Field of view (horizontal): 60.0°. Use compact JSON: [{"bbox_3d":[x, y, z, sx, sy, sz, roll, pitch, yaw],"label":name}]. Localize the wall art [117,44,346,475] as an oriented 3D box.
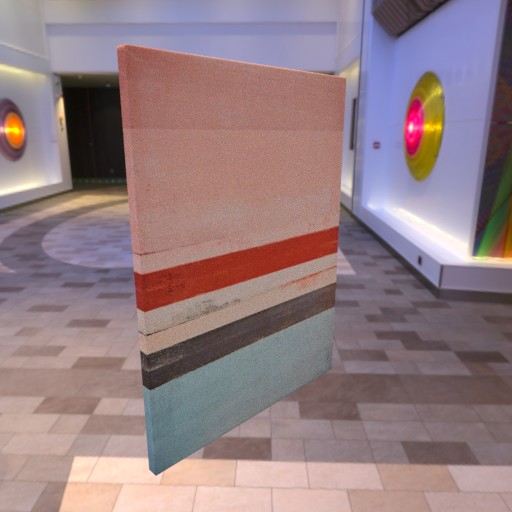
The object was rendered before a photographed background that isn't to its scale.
[{"bbox_3d":[0.000,0.000,1.274,0.761,1.016,0.039,-15,21,-43],"label":"wall art"}]
